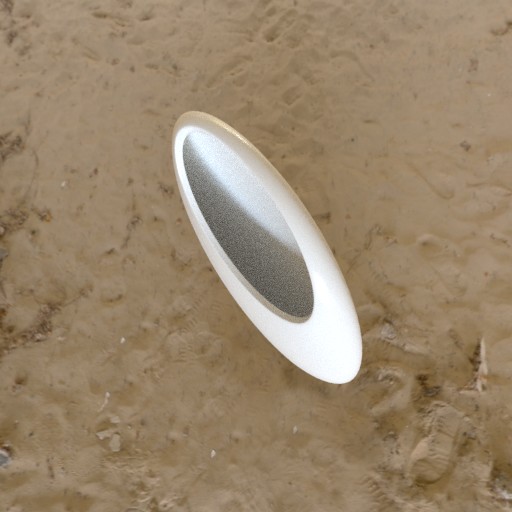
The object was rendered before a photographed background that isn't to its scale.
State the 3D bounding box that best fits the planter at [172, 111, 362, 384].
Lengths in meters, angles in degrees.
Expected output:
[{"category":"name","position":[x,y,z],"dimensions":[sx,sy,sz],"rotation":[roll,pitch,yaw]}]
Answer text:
[{"category":"planter","position":[0.000,0.000,0.278],"dimensions":[0.043,0.188,0.185],"rotation":[-32,68,-15]}]
